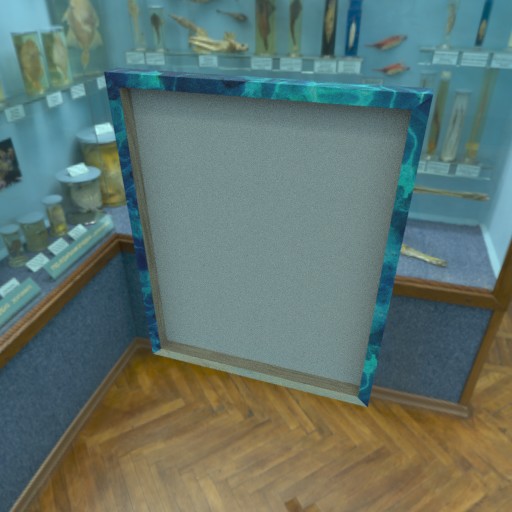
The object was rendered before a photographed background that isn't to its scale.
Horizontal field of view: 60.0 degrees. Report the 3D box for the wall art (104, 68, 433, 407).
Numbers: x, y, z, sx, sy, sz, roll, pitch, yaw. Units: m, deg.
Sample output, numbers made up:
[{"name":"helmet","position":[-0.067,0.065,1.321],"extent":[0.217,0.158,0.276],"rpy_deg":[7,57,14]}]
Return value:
[{"name":"wall art","position":[0.000,0.000,0.842],"extent":[0.508,0.635,0.038],"rpy_deg":[10,34,15]}]
